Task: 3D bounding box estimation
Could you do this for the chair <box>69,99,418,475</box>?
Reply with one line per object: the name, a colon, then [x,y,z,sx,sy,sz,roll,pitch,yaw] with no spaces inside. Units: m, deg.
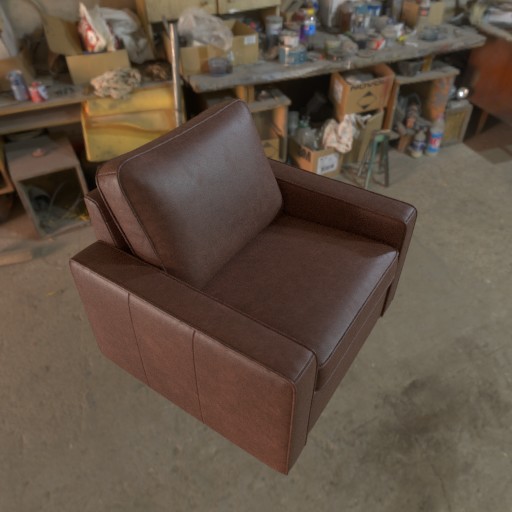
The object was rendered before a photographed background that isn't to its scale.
chair: [0.000,0.000,1.722,0.940,0.919,1.017,24,46,25]
